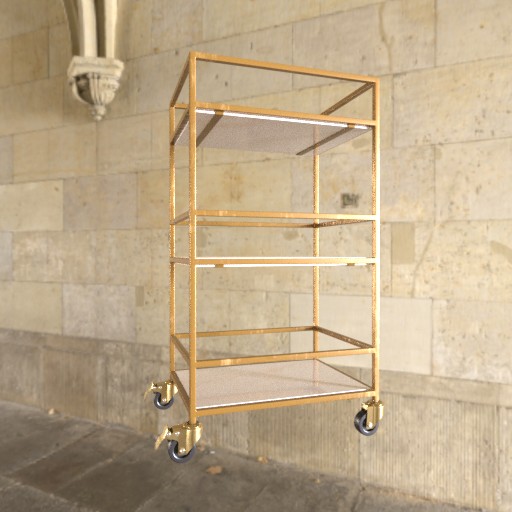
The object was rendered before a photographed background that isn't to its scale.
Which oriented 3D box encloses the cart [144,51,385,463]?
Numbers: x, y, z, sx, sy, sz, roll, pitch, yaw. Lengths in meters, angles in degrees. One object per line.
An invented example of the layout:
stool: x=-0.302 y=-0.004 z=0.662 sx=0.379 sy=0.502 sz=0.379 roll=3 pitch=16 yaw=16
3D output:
cart: x=0.000 y=0.000 z=1.021 sx=0.483 sy=0.761 sz=0.332 roll=0 pitch=0 yaw=-18
